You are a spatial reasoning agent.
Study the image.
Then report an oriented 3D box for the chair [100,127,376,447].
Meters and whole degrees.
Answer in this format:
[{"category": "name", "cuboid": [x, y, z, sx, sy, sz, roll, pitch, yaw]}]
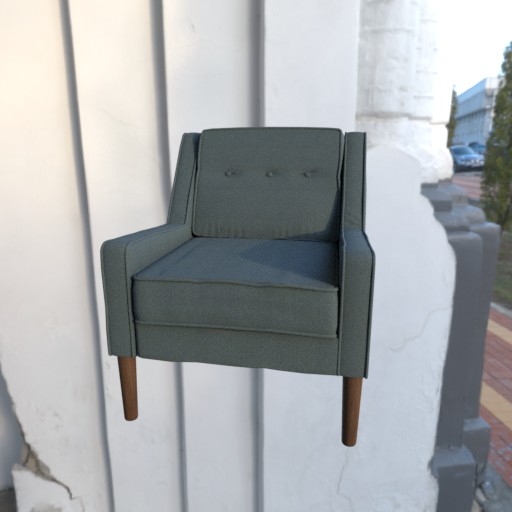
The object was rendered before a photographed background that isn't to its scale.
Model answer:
[{"category": "chair", "cuboid": [0.000, 0.000, 1.362, 0.663, 0.780, 0.733, 3, 14, 10]}]
